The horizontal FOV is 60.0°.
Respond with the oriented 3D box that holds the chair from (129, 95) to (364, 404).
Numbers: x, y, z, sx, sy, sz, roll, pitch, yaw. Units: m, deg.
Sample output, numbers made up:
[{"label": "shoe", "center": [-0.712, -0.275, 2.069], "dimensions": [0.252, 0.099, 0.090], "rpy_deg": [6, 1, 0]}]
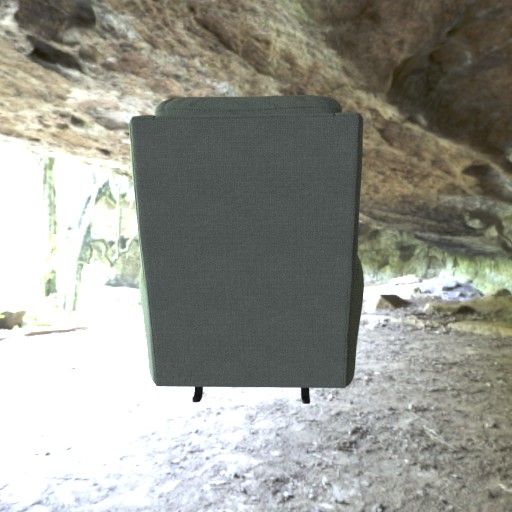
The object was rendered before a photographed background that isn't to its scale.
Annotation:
[{"label": "chair", "center": [0.000, 0.000, 1.819], "dimensions": [0.829, 1.030, 1.080], "rpy_deg": [0, 0, 2]}]
